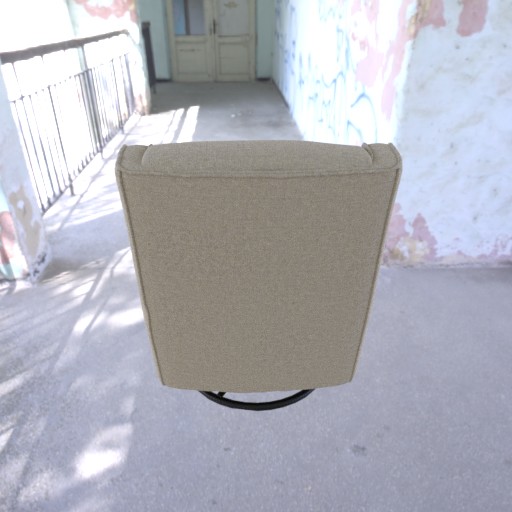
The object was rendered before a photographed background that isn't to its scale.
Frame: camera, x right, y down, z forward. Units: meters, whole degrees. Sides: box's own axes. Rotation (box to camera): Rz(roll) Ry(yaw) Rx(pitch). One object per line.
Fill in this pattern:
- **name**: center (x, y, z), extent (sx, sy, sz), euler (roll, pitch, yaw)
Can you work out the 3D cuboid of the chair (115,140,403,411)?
- **chair**: center (0.000, 0.000, 1.576), extent (0.732, 0.993, 0.879), euler (-1, 30, -1)
